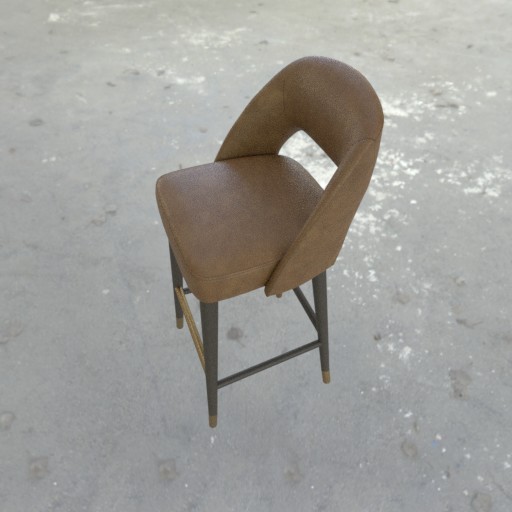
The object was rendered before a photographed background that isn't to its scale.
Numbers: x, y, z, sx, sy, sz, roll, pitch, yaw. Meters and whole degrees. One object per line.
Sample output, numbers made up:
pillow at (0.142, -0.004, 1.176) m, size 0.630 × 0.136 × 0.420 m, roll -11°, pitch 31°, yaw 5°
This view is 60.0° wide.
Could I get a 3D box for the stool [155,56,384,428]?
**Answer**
stool at (0.000, 0.000, 1.322) m, size 0.509 × 1.037 × 0.494 m, roll -16°, pitch 48°, yaw -15°
